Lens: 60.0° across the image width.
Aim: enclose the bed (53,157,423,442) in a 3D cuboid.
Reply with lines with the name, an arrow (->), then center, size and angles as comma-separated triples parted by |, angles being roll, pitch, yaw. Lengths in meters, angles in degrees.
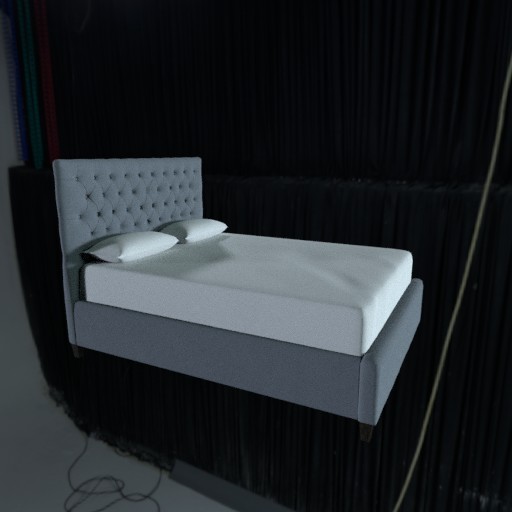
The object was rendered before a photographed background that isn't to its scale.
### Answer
bed -> 0.000, 0.000, 3.337 | 2.231, 1.427, 1.698 | 7, 15, 27
